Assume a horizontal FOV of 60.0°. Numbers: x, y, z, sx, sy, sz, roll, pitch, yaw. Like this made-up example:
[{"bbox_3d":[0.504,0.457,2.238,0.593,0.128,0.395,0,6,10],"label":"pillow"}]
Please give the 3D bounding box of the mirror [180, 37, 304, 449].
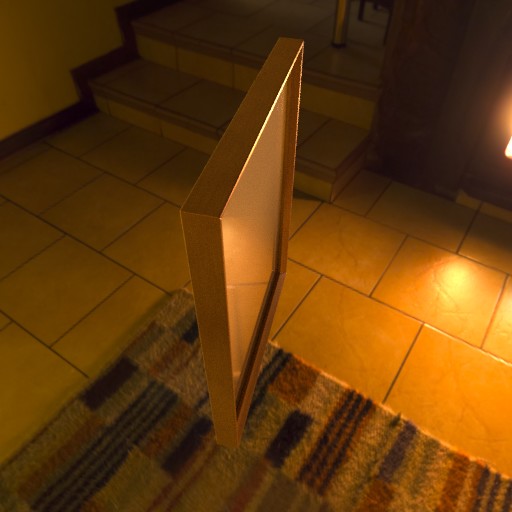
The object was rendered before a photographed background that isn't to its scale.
[{"bbox_3d":[0.000,0.000,0.693,0.041,0.509,0.406,10,47,10],"label":"mirror"}]
